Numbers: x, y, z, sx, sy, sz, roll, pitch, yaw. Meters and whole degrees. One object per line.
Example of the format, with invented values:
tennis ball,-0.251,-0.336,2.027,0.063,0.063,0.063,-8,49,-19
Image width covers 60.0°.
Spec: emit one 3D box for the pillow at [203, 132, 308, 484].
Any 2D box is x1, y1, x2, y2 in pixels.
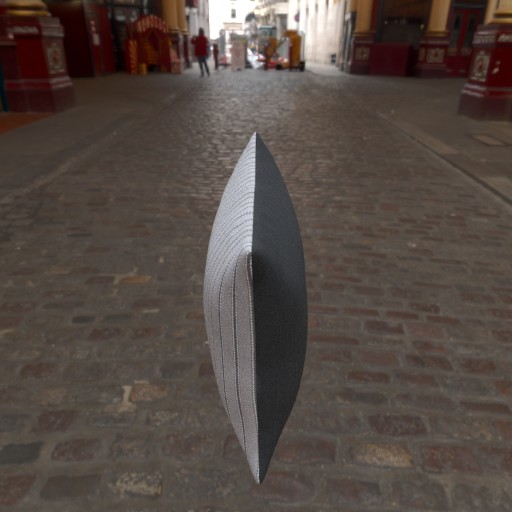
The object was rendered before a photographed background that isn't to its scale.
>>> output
pillow,0.000,0.000,0.721,0.151,0.305,0.609,0,26,0
